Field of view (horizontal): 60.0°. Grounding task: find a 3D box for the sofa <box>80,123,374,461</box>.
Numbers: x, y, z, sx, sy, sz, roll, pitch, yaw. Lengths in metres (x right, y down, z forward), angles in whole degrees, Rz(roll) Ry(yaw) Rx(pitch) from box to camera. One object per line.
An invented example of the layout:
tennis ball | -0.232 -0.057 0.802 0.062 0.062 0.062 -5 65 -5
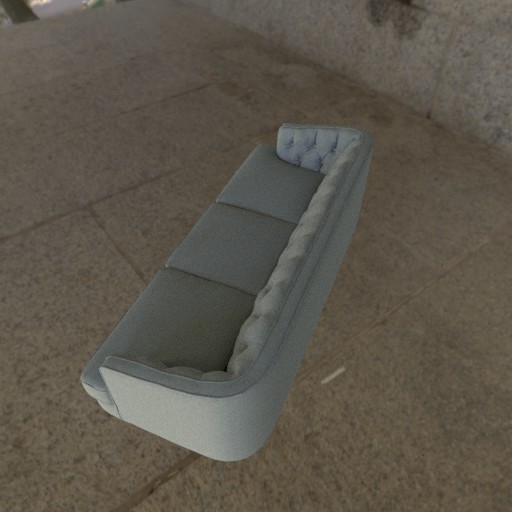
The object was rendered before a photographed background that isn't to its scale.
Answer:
sofa | 0.000 0.000 2.746 0.941 0.855 2.278 17 49 16
